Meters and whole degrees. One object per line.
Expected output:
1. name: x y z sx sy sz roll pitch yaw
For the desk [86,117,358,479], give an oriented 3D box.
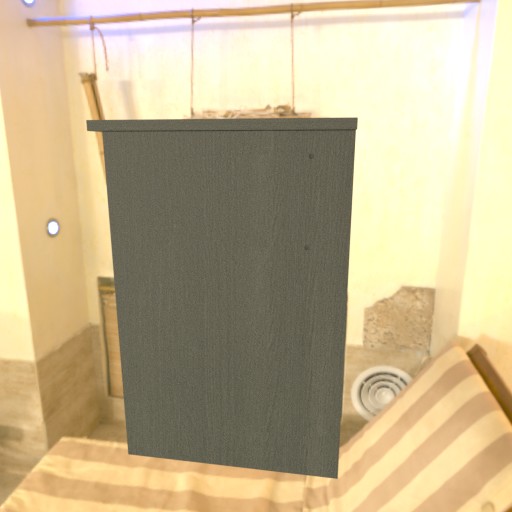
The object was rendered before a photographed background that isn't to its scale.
1. desk: 0.000 0.000 1.305 0.498 0.724 0.893 2 14 9
